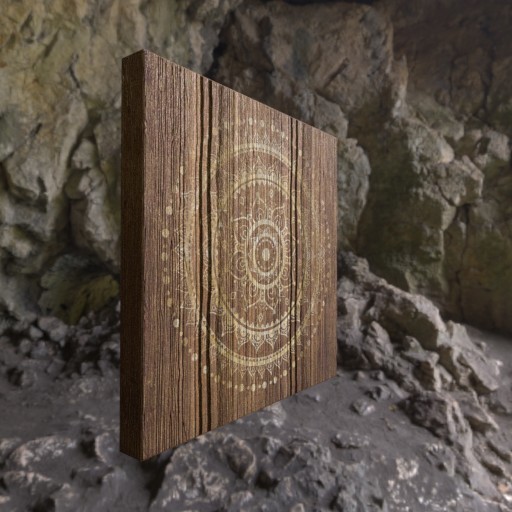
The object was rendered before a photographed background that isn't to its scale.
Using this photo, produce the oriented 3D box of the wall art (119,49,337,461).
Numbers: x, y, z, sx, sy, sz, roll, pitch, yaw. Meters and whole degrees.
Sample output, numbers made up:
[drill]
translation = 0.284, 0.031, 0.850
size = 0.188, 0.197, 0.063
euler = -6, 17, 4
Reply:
[wall art]
translation = 0.000, 0.000, 0.602
size = 0.039, 0.403, 0.406
euler = 0, -1, 38
